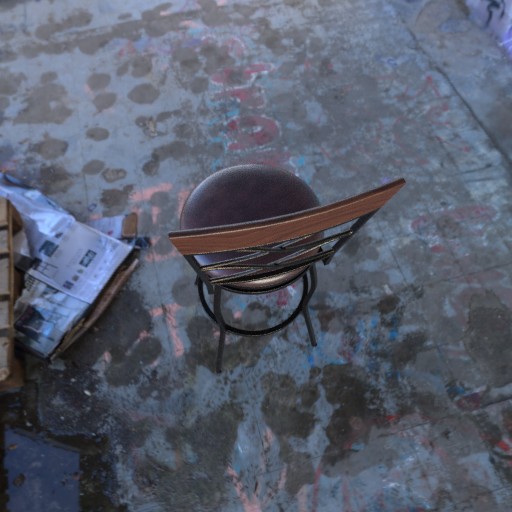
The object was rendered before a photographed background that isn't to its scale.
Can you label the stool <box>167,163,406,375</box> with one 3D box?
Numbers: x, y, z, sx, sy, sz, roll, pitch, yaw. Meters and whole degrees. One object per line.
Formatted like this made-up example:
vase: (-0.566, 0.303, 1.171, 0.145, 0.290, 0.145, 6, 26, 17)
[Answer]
stool: (0.000, 0.000, 1.393, 0.448, 1.130, 0.513, -14, 61, -8)
